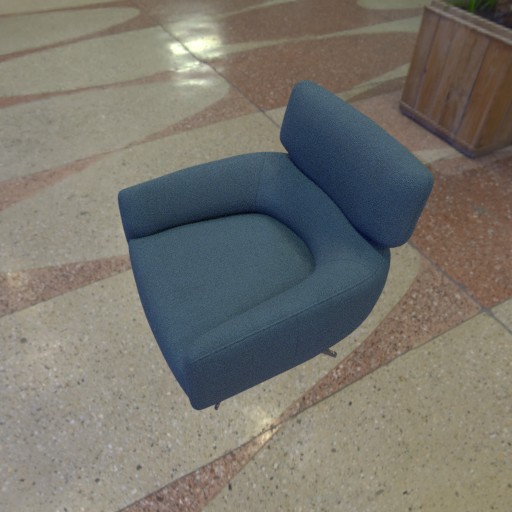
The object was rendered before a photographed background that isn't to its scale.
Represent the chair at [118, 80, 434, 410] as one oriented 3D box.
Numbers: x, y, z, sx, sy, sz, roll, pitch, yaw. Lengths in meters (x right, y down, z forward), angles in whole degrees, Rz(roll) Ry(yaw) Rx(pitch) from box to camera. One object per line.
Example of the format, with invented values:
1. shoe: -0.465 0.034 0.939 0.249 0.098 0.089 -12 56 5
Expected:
1. chair: 0.000 0.000 1.424 0.761 0.813 0.738 -19 48 -18
